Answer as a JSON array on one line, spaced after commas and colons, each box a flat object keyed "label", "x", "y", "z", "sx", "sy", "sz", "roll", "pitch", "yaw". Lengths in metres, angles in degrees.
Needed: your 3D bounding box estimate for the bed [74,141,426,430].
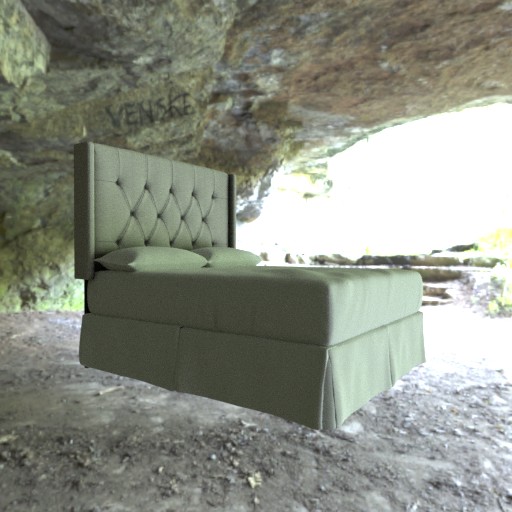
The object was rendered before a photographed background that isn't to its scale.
[{"label": "bed", "x": 0.000, "y": 0.000, "z": 3.301, "sx": 2.066, "sy": 1.665, "sz": 1.719, "roll": 1, "pitch": 1, "yaw": 36}]
